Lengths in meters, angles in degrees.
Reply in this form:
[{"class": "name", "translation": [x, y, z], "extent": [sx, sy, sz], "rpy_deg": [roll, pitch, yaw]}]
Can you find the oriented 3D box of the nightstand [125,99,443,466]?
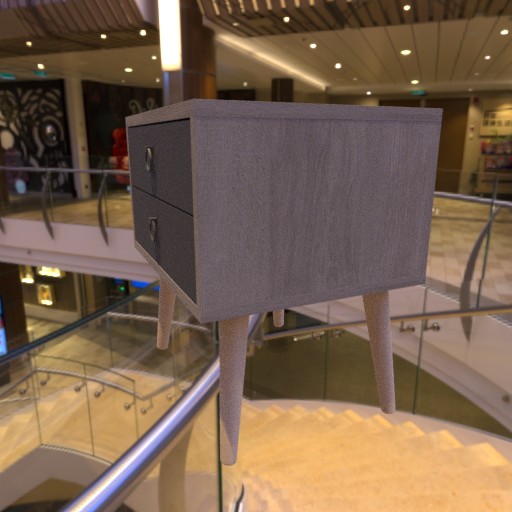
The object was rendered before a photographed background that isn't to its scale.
[{"class": "nightstand", "translation": [0.000, 0.000, 0.817], "extent": [0.380, 0.500, 0.450], "rpy_deg": [-7, 16, -24]}]
